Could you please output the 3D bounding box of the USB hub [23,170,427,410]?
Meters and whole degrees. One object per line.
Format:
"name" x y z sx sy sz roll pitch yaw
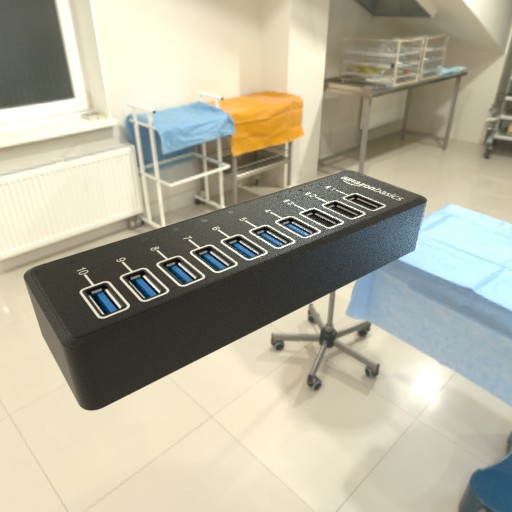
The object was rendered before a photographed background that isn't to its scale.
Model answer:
"USB hub" 0.000 0.000 0.161 0.145 0.023 0.044 -22 37 -31
